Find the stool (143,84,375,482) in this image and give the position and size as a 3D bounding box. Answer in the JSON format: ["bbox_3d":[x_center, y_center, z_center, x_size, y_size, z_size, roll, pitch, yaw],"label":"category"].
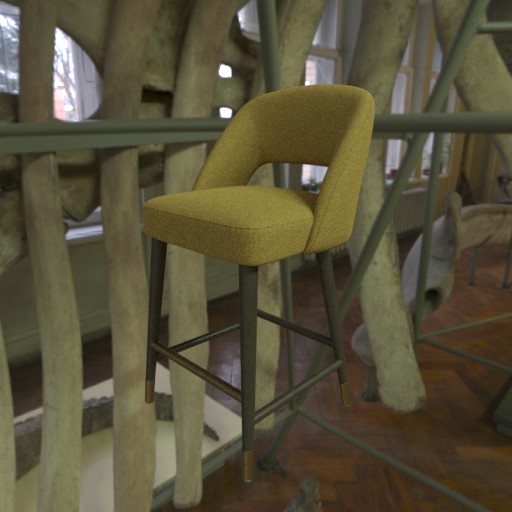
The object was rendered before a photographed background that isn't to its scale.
[{"bbox_3d":[0.000,0.000,1.261,0.536,0.939,0.522,16,23,43],"label":"stool"}]
